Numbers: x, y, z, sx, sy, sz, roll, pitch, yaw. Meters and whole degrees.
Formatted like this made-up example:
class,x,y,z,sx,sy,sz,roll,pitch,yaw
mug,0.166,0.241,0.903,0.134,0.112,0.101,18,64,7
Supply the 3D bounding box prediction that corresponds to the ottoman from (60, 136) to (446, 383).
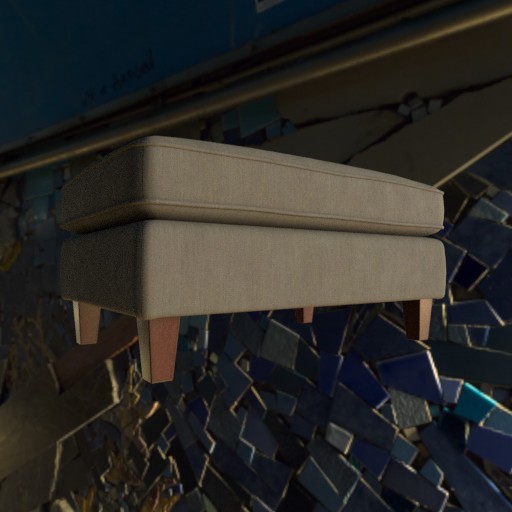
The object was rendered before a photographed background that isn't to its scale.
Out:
class,x,y,z,sx,sy,sz,roll,pitch,yaw
ottoman,0.000,0.000,1.256,0.941,0.480,0.636,1,-2,-35
